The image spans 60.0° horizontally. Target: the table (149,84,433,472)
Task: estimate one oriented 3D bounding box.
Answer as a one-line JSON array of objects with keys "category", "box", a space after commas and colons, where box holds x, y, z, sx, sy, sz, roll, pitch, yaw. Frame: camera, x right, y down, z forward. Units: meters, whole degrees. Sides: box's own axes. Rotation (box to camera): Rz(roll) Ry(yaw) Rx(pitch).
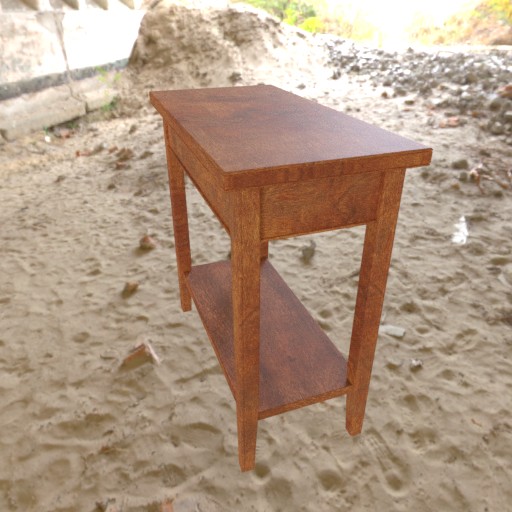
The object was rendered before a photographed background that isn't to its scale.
[{"category": "table", "box": [0.000, 0.000, 0.970, 0.305, 0.610, 0.610, -10, 31, -17]}]
